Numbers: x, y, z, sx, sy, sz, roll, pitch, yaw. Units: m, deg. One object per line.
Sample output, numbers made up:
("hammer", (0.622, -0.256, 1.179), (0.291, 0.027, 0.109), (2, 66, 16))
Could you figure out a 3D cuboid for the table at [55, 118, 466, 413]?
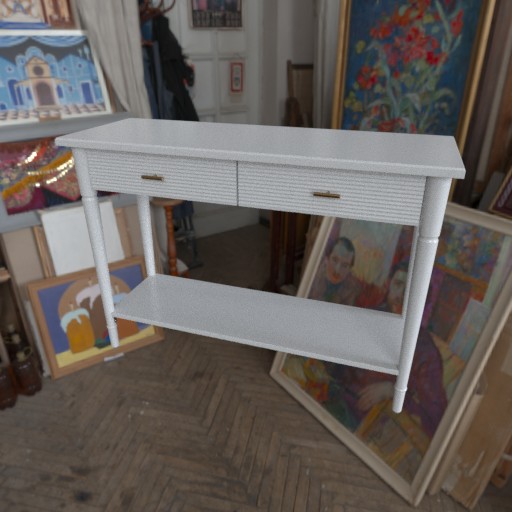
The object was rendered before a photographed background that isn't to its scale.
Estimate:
("table", (0.000, 0.000, 1.418), (1.067, 0.749, 0.381), (8, 27, 17))
